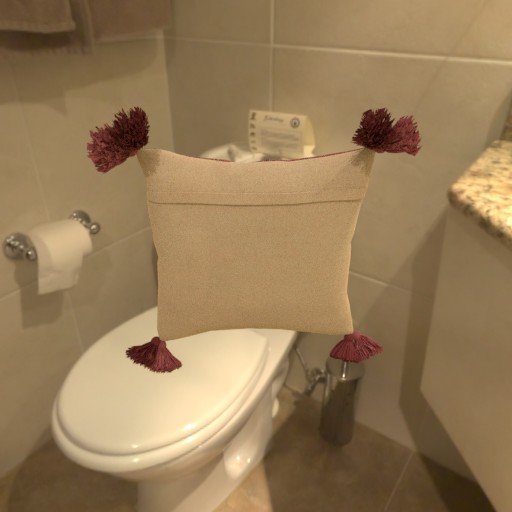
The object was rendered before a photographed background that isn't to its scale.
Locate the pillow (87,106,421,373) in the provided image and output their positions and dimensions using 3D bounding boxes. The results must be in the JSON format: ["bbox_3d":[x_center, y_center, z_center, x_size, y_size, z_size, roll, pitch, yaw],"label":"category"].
[{"bbox_3d":[0.000,0.000,0.984,0.641,0.659,0.138,-1,31,-1],"label":"pillow"}]
